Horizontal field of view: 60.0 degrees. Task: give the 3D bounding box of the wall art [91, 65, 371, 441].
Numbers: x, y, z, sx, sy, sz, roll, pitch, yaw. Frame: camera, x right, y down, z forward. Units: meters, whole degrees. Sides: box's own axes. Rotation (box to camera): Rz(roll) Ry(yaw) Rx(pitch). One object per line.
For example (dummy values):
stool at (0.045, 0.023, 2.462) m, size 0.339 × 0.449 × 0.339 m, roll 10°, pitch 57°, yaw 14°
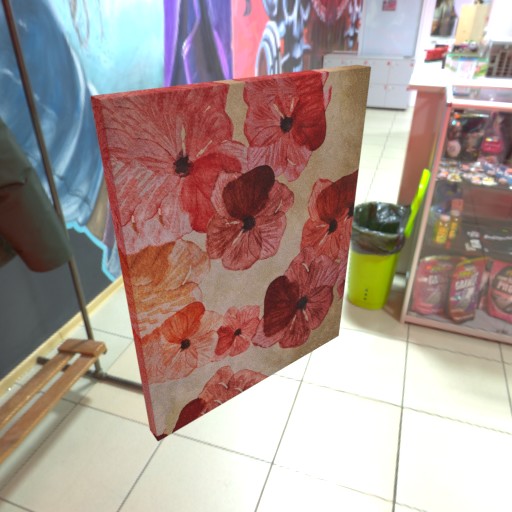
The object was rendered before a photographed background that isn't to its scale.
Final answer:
wall art at (0.000, 0.000, 0.676) m, size 0.406 × 0.508 × 0.028 m, roll -21°, pitch 36°, yaw -32°
